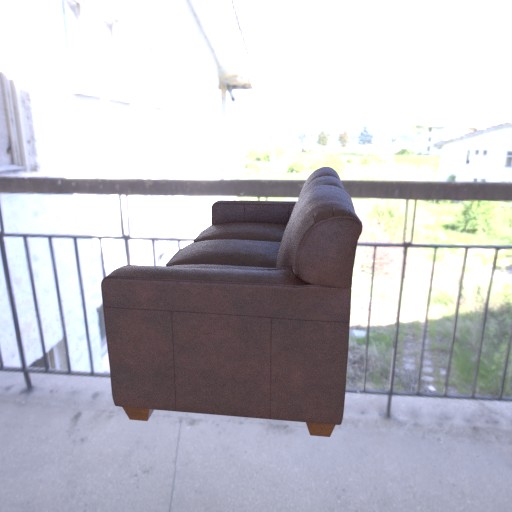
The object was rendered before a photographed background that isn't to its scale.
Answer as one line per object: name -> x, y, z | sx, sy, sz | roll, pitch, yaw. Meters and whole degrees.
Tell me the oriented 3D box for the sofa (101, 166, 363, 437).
sofa -> 0.000, 0.000, 2.624 | 1.008, 0.953, 2.039 | 2, 16, 7
